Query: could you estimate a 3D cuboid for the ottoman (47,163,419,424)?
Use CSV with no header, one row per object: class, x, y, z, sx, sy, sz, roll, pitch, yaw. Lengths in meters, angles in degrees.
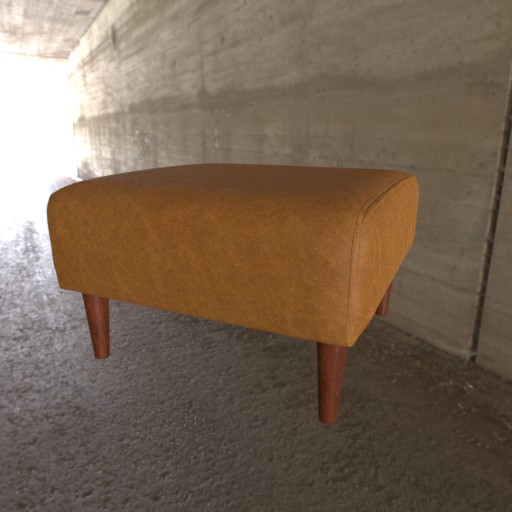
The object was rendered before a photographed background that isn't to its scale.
ottoman,0.000,0.000,1.047,0.650,0.399,0.650,7,18,24
